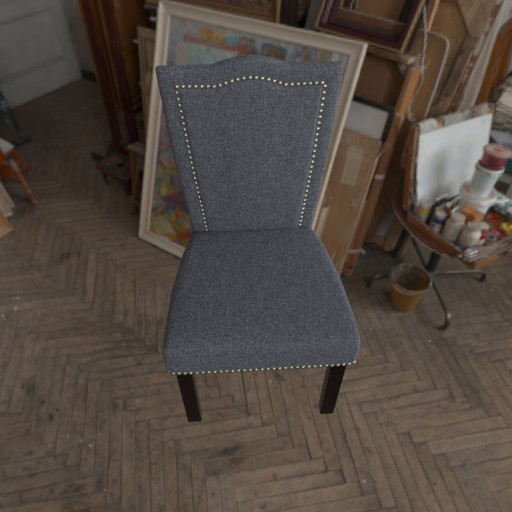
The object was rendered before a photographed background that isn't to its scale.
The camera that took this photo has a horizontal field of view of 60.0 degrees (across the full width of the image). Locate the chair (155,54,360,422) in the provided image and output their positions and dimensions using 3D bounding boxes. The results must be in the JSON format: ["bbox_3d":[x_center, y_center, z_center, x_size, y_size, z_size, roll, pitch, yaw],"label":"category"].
[{"bbox_3d":[0.000,0.000,1.294,0.518,0.946,0.589,-2,45,-2],"label":"chair"}]
